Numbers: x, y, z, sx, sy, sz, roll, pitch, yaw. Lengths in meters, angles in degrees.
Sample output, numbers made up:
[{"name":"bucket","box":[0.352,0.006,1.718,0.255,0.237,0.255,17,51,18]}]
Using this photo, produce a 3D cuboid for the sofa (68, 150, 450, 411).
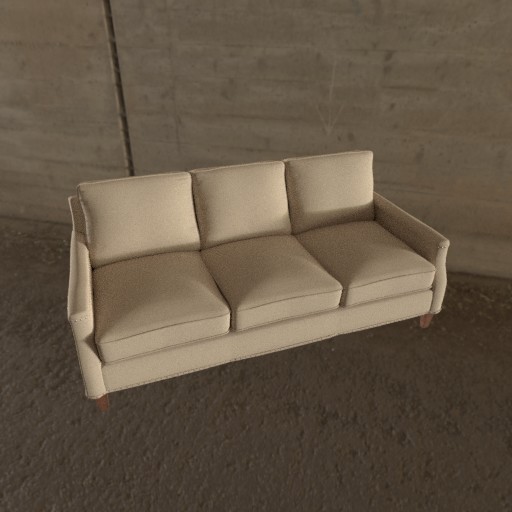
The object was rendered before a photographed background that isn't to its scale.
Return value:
[{"name":"sofa","box":[0.000,0.000,2.868,2.246,1.003,1.084,-10,32,-17]}]
